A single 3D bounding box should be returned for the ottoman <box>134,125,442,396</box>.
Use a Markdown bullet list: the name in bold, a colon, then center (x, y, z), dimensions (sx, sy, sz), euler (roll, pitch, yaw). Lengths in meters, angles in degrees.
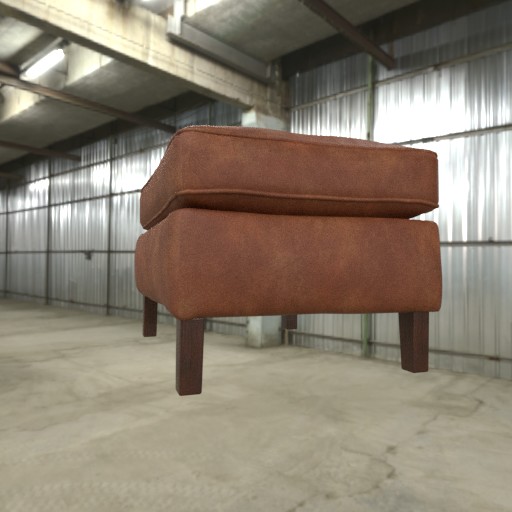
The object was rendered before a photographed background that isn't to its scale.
- **ottoman**: center (0.000, 0.000, 0.994), dimensions (0.501, 0.418, 0.665), euler (0, -1, -19)
